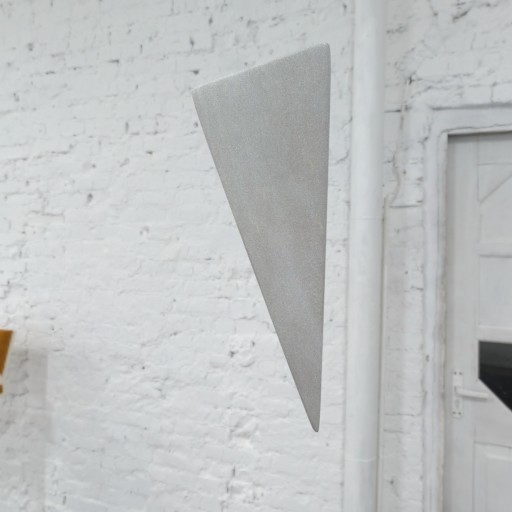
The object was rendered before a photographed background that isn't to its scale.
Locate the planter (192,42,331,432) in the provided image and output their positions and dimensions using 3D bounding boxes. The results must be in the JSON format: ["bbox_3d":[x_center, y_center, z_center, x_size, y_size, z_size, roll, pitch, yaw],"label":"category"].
[{"bbox_3d":[0.000,0.000,0.163,0.047,0.130,0.058,0,1,0],"label":"planter"}]
